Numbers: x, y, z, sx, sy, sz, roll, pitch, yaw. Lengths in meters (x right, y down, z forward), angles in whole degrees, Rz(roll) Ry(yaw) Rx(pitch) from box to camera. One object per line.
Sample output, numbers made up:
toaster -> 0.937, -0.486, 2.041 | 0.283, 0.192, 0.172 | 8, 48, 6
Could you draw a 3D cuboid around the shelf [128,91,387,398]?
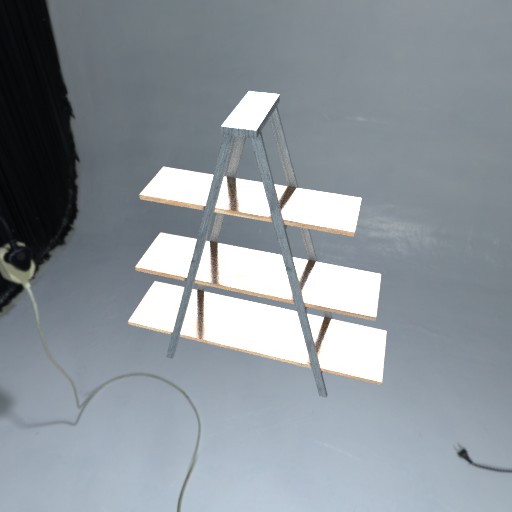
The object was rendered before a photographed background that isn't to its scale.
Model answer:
shelf -> 0.000, 0.000, 2.647 | 1.746, 1.808, 0.508 | 11, 43, 12
